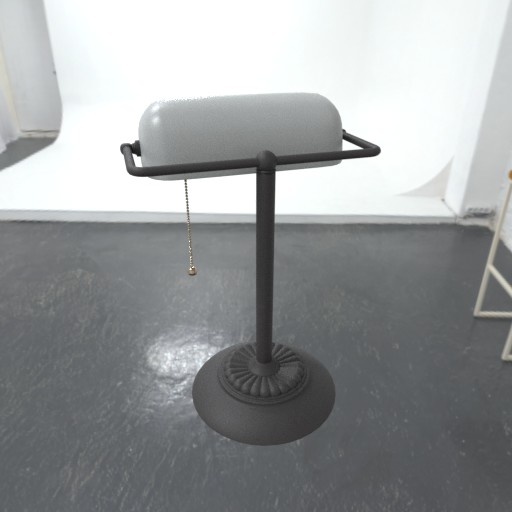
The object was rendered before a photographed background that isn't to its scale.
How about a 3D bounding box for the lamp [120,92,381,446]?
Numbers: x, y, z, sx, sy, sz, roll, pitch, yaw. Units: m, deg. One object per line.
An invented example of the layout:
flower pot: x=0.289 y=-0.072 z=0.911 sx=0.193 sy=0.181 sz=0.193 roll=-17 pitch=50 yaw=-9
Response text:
lamp: x=0.000 y=0.000 z=0.509 sx=0.264 sy=0.339 sz=0.243 roll=-8 pitch=28 yaw=-16
